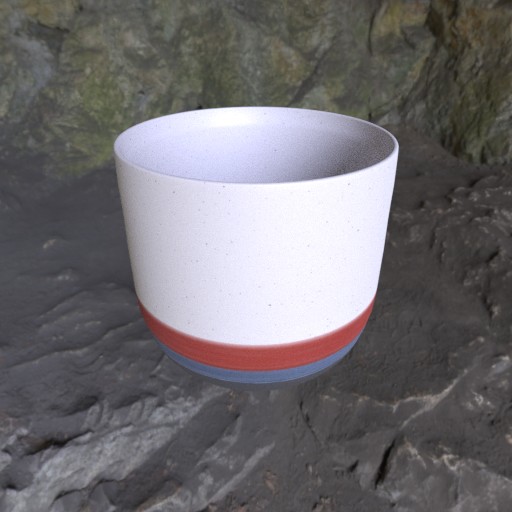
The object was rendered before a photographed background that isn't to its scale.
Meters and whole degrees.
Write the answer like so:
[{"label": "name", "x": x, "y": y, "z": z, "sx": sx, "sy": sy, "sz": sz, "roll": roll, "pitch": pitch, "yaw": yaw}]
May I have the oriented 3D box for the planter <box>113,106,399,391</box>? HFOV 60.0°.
[{"label": "planter", "x": 0.000, "y": 0.000, "z": 0.495, "sx": 0.268, "sy": 0.270, "sz": 0.268, "roll": 0, "pitch": 30, "yaw": 0}]
